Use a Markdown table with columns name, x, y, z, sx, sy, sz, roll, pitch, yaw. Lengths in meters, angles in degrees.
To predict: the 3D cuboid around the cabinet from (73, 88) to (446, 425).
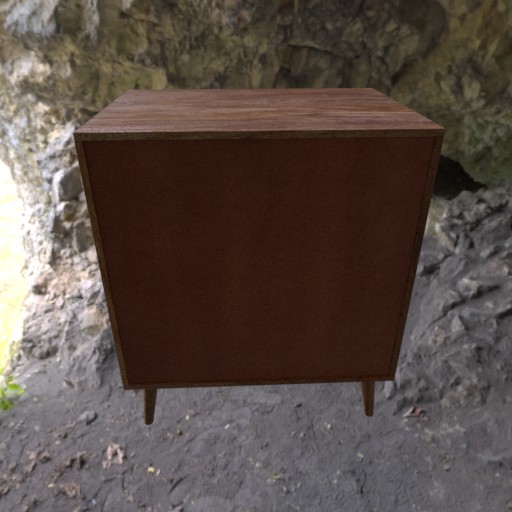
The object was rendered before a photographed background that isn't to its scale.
| name | x | y | z | sx | sy | sz | roll | pitch | yaw |
| --- | --- | --- | --- | --- | --- | --- | --- | --- | --- |
| cabinet | 0.000 | 0.000 | 1.156 | 0.647 | 0.758 | 0.473 | -1 | 29 | -2 |
